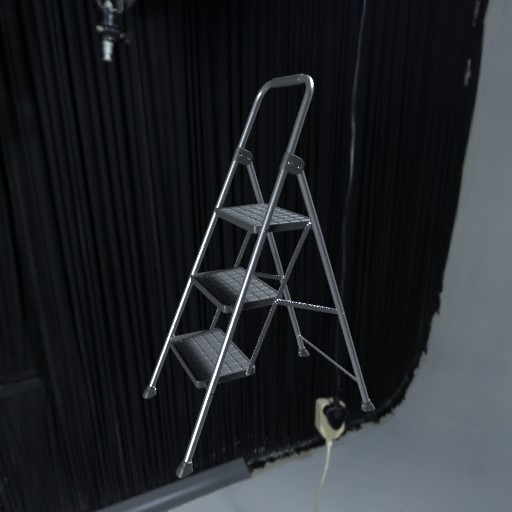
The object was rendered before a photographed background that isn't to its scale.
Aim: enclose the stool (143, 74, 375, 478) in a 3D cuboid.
[{"bbox_3d":[0.000,0.000,1.474,0.733,1.121,0.473,-8,19,-25],"label":"stool"}]
